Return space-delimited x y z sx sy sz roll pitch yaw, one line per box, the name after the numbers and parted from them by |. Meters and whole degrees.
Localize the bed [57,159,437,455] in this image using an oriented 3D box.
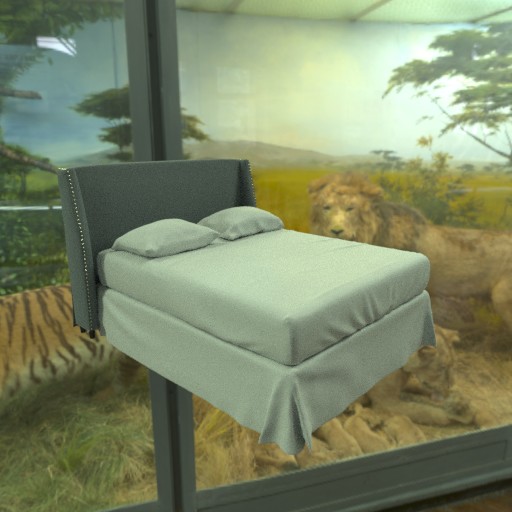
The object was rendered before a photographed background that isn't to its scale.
0.000 0.000 3.342 2.276 1.332 1.925 14 20 42 | bed
